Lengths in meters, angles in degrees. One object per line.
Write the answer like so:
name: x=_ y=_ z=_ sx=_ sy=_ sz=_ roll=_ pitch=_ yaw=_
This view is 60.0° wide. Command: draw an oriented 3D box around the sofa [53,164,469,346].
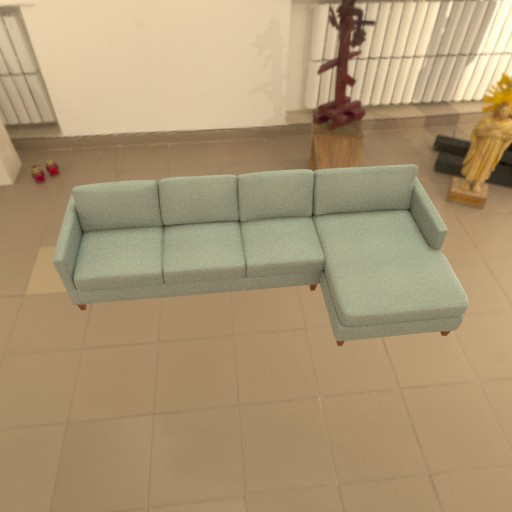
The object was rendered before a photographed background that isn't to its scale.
sofa: x=0.000 y=0.000 z=4.074 sx=3.471 sy=0.950 sz=1.604 roll=-5 pitch=47 yaw=-4
